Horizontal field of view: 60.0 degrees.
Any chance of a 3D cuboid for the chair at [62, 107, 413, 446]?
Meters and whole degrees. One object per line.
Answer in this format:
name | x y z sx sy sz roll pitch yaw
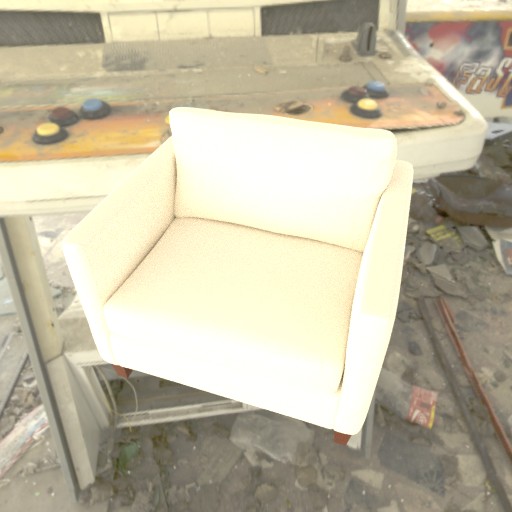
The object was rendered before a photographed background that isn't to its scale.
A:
chair | 0.000 0.000 1.674 1.019 0.885 0.878 12 42 14
